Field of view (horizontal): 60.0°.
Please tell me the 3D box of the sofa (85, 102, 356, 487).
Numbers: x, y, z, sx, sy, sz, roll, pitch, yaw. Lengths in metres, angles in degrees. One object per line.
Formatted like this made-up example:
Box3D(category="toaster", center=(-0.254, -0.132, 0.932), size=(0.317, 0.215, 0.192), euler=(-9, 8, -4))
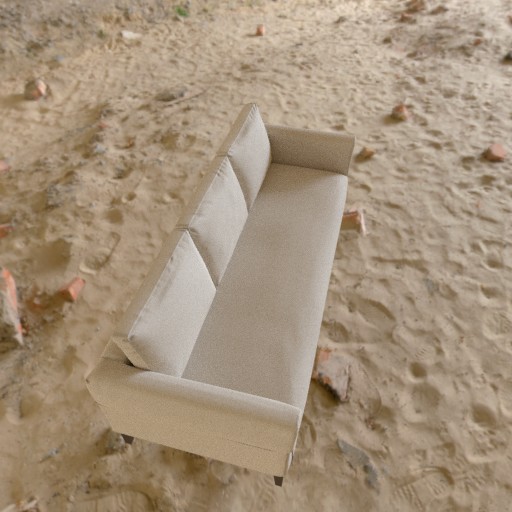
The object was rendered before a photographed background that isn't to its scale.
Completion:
Box3D(category="sofa", center=(0.000, 0.000, 2.620), size=(0.902, 0.911, 2.198), euler=(11, 47, 10))
